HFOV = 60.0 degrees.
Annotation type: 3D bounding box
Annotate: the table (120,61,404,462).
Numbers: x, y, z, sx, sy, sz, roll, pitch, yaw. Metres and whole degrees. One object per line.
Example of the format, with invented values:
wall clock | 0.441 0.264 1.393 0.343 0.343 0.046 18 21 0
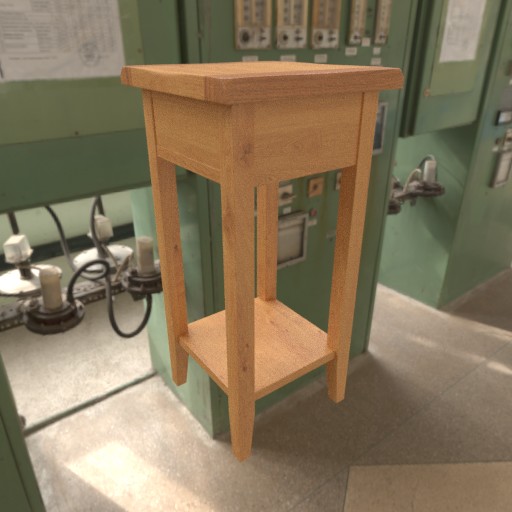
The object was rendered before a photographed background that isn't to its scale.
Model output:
table | 0.000 0.000 0.942 0.360 0.740 0.360 -18 31 -32
